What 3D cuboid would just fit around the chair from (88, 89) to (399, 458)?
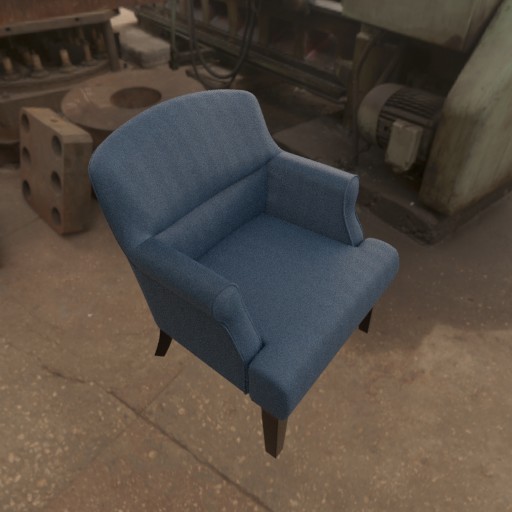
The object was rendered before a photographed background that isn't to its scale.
[{"bbox_3d":[0.000,0.000,1.480,0.754,0.878,0.770,26,47,28],"label":"chair"}]
